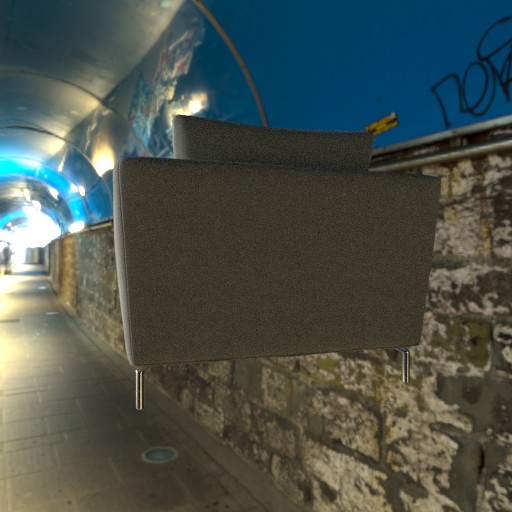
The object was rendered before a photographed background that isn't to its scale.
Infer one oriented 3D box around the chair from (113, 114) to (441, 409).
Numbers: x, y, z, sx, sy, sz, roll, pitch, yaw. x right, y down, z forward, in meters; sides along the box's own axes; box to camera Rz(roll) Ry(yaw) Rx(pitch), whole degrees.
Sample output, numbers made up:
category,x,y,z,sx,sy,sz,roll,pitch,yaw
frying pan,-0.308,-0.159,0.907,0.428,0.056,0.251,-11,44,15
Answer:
category,x,y,z,sx,sy,sz,roll,pitch,yaw
chair,0.000,0.000,1.700,1.041,0.864,0.889,0,0,-17
